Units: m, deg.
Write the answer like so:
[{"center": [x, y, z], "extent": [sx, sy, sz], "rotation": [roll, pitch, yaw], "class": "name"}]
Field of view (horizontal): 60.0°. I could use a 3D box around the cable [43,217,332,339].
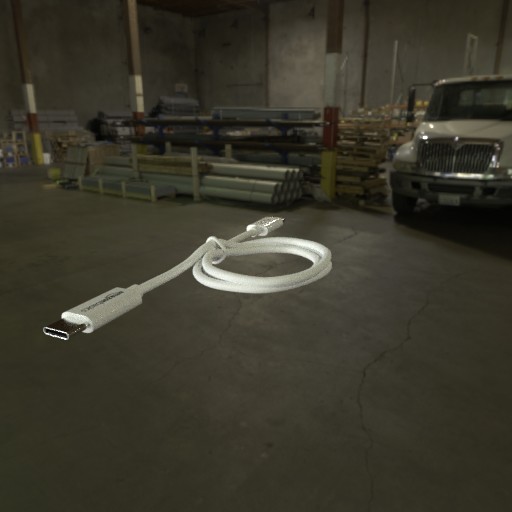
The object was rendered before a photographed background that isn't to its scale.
[{"center": [0.000, 0.000, 0.211], "extent": [0.070, 0.014, 0.186], "rotation": [8, 19, 24], "class": "cable"}]
